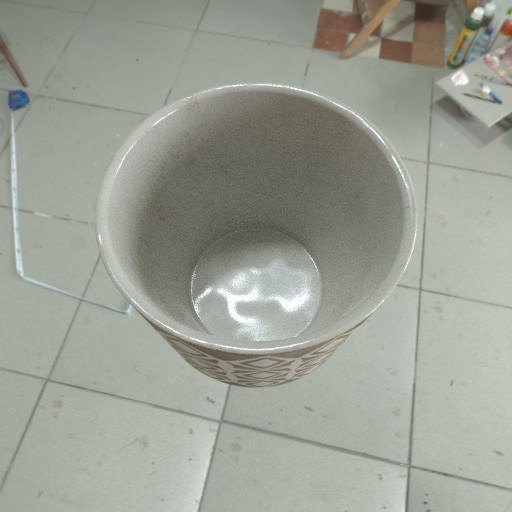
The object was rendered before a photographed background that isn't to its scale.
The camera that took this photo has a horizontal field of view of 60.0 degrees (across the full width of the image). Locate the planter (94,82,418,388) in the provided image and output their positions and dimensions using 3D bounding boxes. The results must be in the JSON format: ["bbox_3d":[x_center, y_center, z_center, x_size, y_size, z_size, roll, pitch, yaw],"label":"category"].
[{"bbox_3d":[0.000,0.000,0.458,0.260,0.220,0.260,0,63,0],"label":"planter"}]
